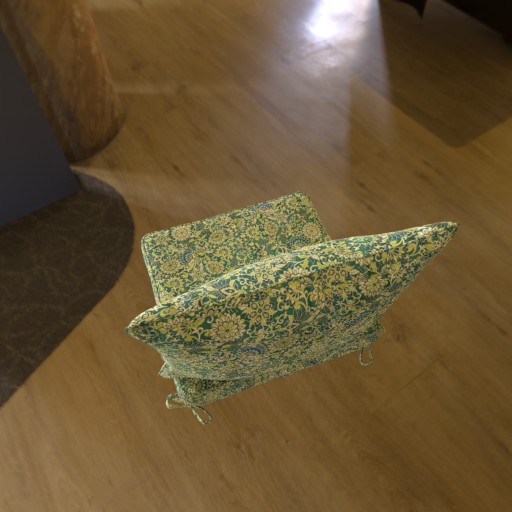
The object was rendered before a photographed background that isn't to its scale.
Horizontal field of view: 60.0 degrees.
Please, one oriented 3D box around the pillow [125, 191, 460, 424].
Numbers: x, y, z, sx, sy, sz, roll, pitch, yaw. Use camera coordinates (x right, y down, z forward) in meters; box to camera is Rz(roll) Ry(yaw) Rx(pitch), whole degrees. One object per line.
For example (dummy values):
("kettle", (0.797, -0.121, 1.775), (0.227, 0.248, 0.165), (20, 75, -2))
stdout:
("pillow", (0.000, 0.000, 1.368), (0.798, 0.722, 0.740), (-17, 59, -10))
